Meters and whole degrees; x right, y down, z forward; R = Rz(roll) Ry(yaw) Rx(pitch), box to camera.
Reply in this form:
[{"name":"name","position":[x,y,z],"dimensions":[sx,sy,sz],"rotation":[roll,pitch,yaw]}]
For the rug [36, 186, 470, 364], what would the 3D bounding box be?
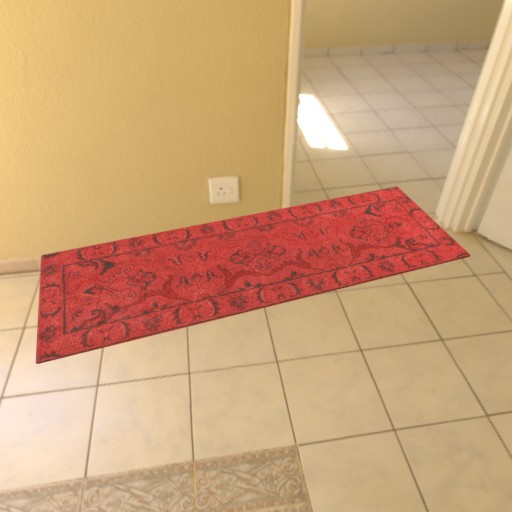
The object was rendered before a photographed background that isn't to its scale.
[{"name":"rug","position":[0.000,0.000,2.651],"dimensions":[2.439,0.018,0.813],"rotation":[-12,42,-14]}]
